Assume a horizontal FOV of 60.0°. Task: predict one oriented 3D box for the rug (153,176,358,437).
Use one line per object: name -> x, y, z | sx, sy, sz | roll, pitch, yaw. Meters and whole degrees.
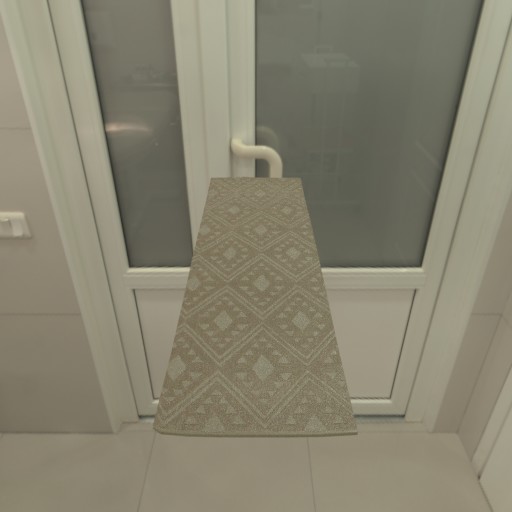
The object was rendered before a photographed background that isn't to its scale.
rug -> 0.000, 0.000, 2.644 | 0.752, 0.051, 2.452 | 0, 32, 0
